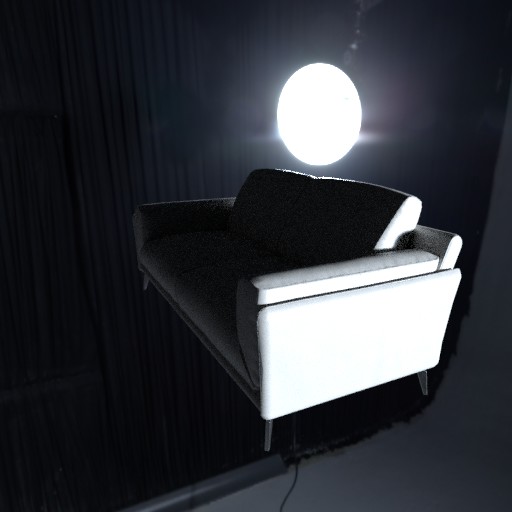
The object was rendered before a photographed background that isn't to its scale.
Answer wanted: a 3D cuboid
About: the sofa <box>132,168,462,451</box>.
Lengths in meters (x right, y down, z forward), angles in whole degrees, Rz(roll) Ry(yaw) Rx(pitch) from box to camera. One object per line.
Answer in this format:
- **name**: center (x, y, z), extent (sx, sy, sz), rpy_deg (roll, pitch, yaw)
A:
- **sofa**: center (0.000, 0.000, 2.658), extent (1.049, 0.930, 2.101), rpy_deg (-8, 18, -26)
